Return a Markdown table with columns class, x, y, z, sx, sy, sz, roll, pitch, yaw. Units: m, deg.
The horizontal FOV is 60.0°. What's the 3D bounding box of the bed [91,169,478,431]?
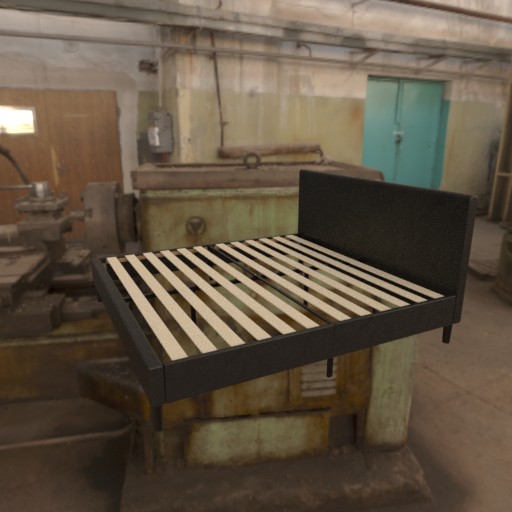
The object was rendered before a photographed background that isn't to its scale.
| class | x | y | z | sx | sy | sz | roll | pitch | yaw |
| --- | --- | --- | --- | --- | --- | --- | --- | --- | --- |
| bed | 0.000 | 0.000 | 3.359 | 2.152 | 1.046 | 2.018 | -8 | 18 | -26 |
